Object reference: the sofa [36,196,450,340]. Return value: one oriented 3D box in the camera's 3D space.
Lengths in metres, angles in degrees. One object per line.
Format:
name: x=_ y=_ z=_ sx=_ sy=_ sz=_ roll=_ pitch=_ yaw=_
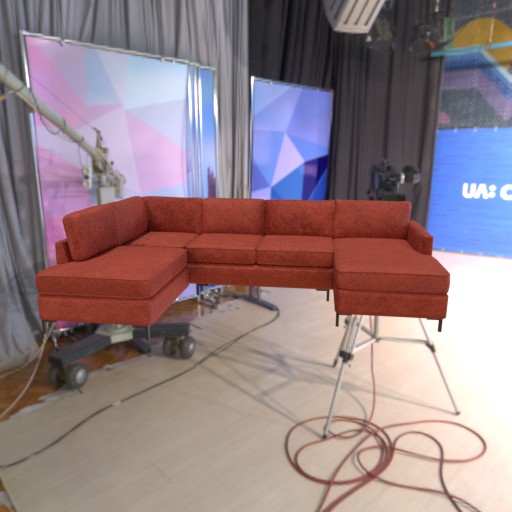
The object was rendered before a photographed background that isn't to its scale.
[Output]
sofa: x=0.000 y=0.000 z=4.389 sx=3.434 sy=0.992 sz=2.055 roll=2 pitch=14 yaw=8
